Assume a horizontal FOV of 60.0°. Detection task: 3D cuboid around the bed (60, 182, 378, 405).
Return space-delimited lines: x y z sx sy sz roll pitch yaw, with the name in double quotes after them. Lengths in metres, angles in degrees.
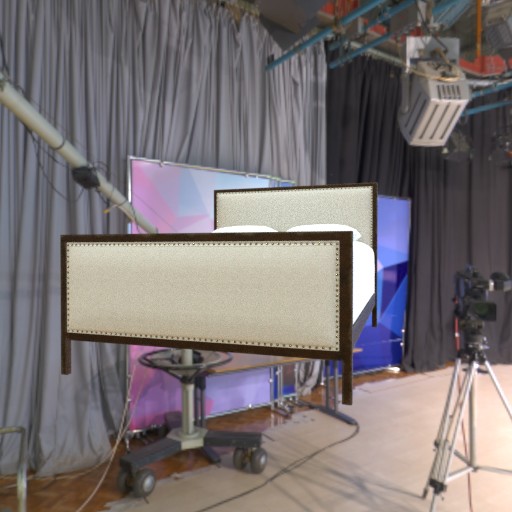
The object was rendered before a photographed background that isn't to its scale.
0.000 0.000 3.247 1.607 1.313 2.221 0 1 18 "bed"
